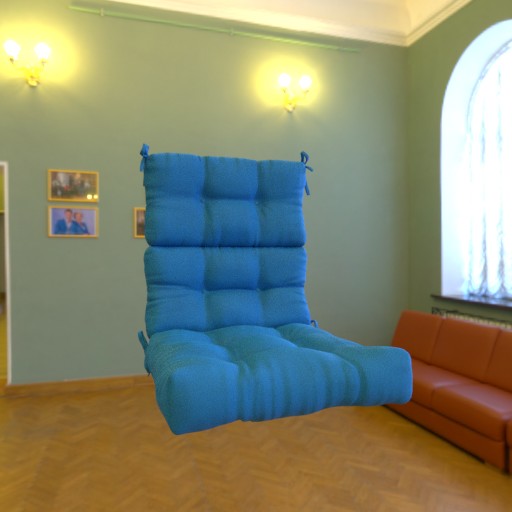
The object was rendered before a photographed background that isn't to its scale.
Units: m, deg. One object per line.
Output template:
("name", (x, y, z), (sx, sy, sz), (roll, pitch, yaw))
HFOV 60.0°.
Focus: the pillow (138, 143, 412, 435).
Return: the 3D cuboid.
("pillow", (0.000, 0.000, 1.039), (0.519, 0.605, 0.571), (0, 1, -18))
